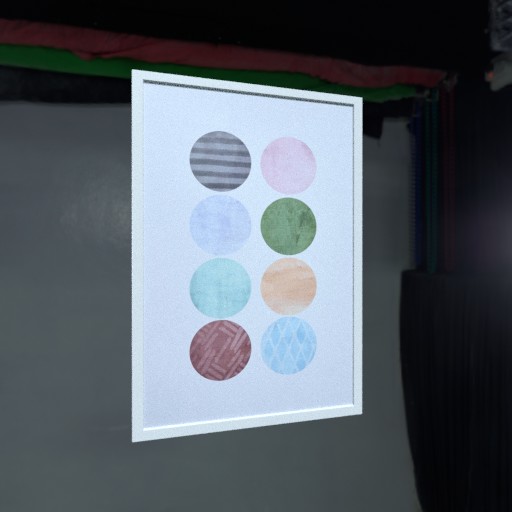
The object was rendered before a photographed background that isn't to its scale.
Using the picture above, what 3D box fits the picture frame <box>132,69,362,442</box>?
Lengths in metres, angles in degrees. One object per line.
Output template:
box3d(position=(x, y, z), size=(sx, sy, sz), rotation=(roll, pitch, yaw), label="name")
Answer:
box3d(position=(0.000, 0.000, 1.223), size=(0.659, 0.940, 0.013), rotation=(0, 0, -18), label="picture frame")
